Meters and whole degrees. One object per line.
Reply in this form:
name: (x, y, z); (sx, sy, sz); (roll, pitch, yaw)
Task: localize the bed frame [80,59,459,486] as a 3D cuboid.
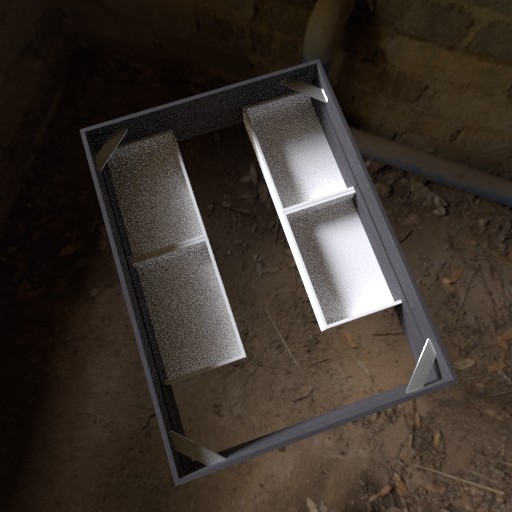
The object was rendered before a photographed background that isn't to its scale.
bed frame: (0.000, 0.000, 2.532); (1.448, 0.459, 1.944); (-18, 77, -4)
